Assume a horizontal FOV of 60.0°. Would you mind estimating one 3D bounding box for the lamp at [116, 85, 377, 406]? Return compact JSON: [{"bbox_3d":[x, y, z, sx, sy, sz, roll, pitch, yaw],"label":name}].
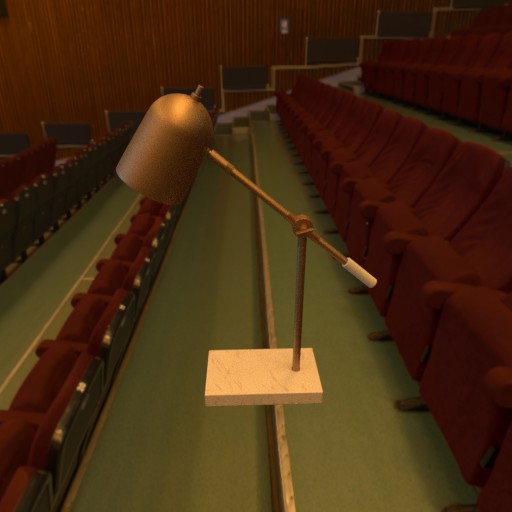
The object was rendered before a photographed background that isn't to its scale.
[{"bbox_3d":[0.000,0.000,0.835,0.471,0.603,0.144,-1,26,-2],"label":"lamp"}]
